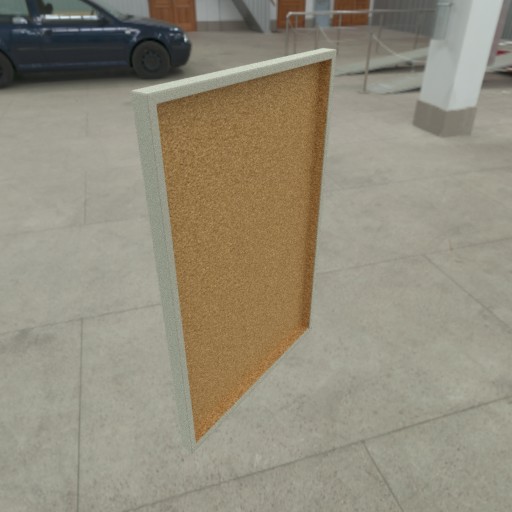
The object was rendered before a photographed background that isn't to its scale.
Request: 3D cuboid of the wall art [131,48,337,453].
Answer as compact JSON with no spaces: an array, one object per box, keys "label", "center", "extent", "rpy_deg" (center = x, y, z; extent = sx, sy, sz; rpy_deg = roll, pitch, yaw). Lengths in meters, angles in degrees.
[{"label":"wall art","center":[0.000,0.000,1.144],"extent":[0.038,0.914,0.610],"rpy_deg":[22,38,31]}]
